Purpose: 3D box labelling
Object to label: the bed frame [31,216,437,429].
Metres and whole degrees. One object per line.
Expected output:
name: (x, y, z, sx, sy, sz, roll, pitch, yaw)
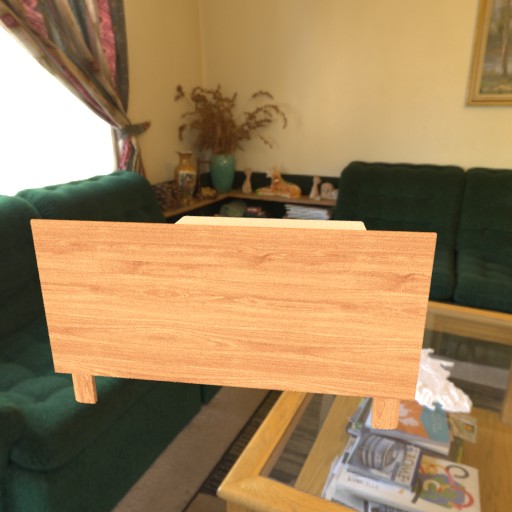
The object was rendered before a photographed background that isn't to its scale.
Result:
bed frame: (0.000, 0.000, 2.911, 1.660, 0.940, 2.092, 2, 19, 7)
